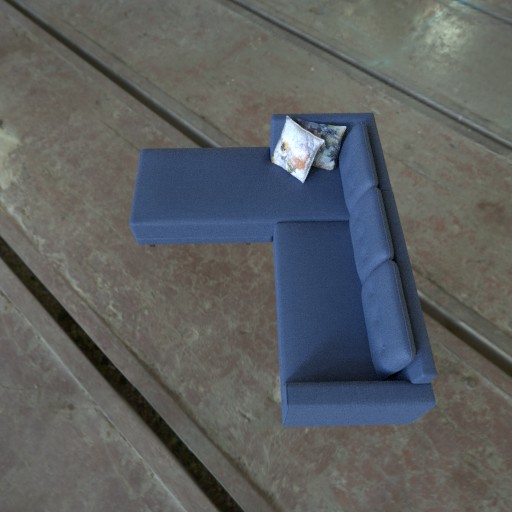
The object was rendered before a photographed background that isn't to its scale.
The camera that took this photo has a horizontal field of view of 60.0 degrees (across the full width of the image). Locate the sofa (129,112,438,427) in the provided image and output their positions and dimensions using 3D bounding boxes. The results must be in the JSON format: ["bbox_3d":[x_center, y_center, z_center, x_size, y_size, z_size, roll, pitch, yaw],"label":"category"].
[{"bbox_3d":[0.000,0.000,3.022,1.829,0.787,2.120,-1,58,-1],"label":"sofa"}]
